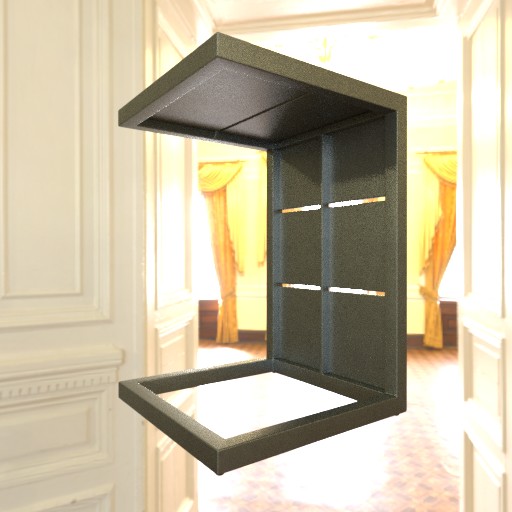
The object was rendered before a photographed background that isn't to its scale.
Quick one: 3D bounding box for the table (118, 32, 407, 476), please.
[{"bbox_3d":[0.000,0.000,0.886,0.420,0.609,0.405,0,0,-36],"label":"table"}]
